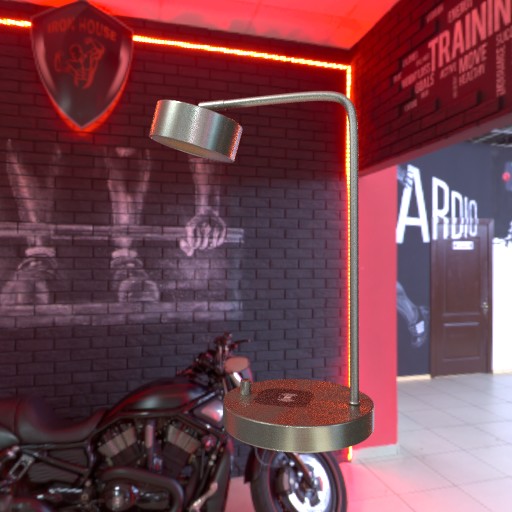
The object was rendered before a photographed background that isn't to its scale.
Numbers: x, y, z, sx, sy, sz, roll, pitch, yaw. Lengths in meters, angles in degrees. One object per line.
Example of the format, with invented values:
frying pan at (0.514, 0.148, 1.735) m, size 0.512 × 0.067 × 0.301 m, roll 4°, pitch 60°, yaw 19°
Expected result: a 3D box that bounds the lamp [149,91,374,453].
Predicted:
lamp at (0.000, 0.000, 0.649) m, size 0.334 × 0.469 × 0.211 m, roll 0°, pitch -1°, yaw 17°
